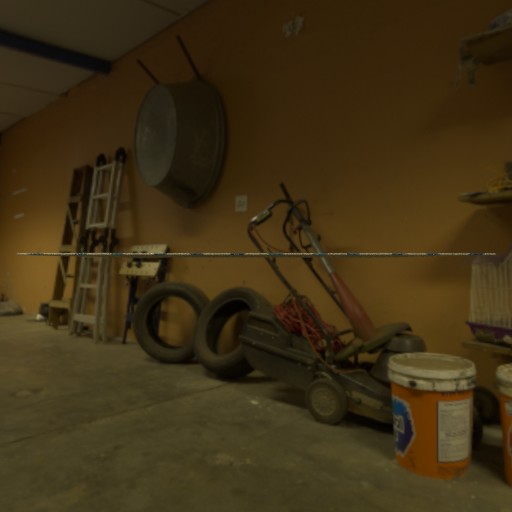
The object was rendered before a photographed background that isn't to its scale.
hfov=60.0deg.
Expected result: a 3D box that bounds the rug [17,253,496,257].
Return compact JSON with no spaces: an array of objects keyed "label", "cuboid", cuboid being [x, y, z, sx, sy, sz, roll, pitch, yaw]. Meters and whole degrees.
[{"label":"rug","cuboid":[0.000,0.000,3.019,2.439,0.008,1.531,0,-1,-1]}]
